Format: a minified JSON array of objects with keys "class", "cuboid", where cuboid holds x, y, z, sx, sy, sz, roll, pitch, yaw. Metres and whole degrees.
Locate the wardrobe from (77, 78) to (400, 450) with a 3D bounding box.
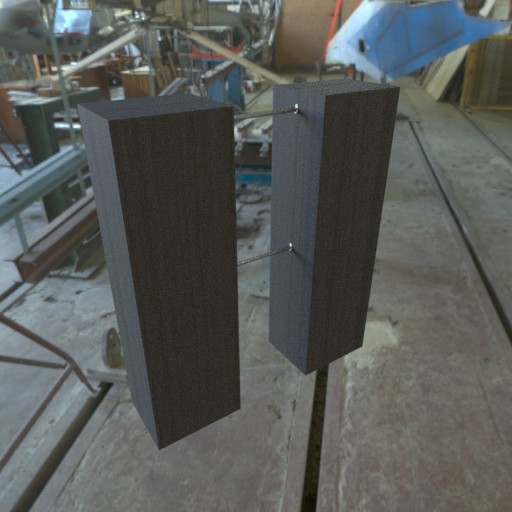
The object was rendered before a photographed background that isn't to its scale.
[{"class":"wardrobe","cuboid":[0.000,0.000,2.886,1.770,2.000,0.480,-18,33,-29]}]
